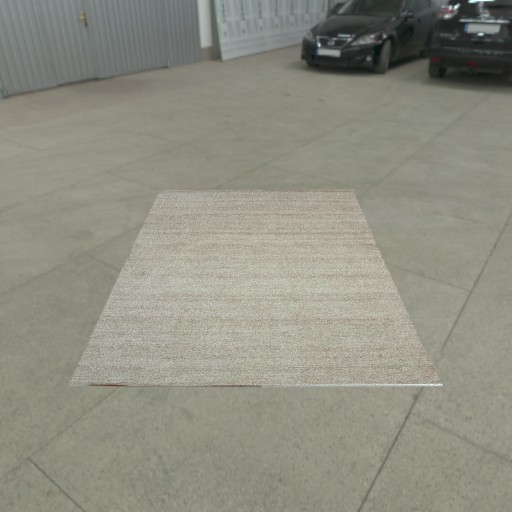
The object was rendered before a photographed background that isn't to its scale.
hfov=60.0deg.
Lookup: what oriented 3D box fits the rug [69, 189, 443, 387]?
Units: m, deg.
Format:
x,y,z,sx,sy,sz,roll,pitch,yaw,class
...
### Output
x,y,z,sx,sy,sz,roll,pitch,yaw,class
0.000,0.000,4.224,2.434,0.045,3.202,0,32,0,rug
